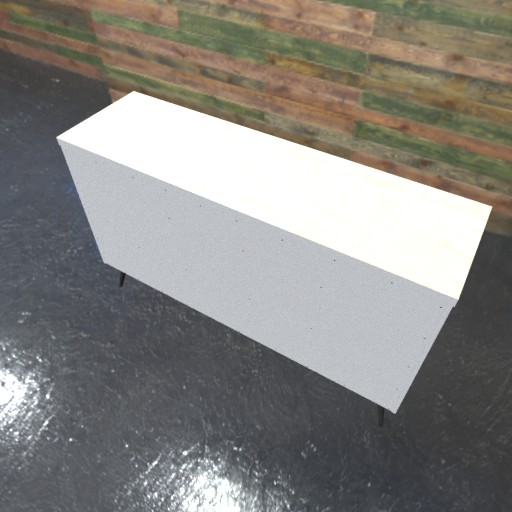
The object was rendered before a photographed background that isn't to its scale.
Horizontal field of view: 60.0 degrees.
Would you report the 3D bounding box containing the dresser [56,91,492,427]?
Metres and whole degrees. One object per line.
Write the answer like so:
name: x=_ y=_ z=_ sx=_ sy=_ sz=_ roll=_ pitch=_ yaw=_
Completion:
dresser: x=0.000 y=0.000 z=1.907 sx=1.524 sy=0.914 sz=0.457 roll=24 pitch=51 yaw=21
